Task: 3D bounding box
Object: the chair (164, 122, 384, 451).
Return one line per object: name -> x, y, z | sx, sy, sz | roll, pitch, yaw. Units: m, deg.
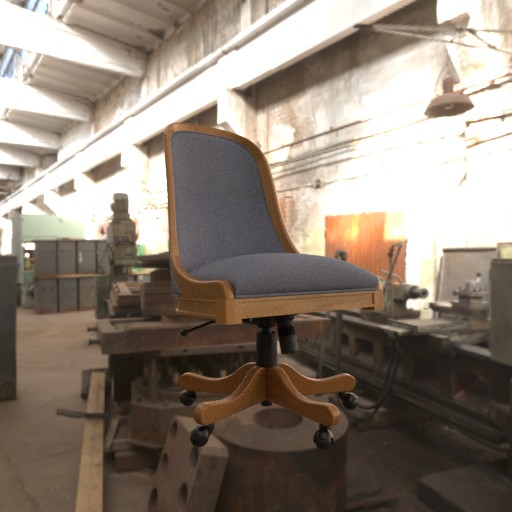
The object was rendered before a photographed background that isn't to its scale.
chair -> 0.000, 0.000, 1.462 | 0.605, 1.031, 0.735 | 0, 0, -35
